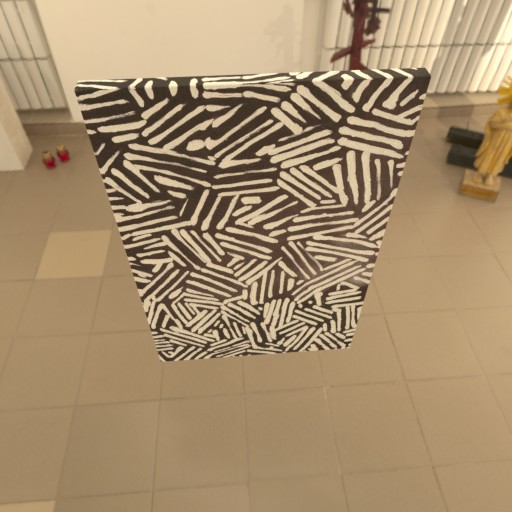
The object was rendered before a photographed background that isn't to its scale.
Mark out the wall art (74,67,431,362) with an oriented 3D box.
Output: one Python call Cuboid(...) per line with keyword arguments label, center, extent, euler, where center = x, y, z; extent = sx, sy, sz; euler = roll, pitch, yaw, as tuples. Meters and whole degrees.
Cuboid(label="wall art", center=(0.000, 0.000, 1.108), extent=(0.615, 0.918, 0.035), euler=(-3, 48, -3))
